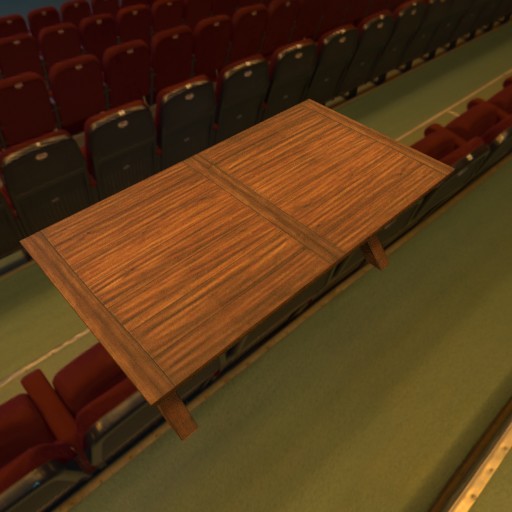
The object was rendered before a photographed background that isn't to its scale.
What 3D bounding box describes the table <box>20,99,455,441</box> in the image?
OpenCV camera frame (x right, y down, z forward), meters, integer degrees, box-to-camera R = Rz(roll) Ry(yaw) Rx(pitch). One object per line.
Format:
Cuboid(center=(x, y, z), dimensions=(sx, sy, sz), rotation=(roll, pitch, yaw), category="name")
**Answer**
Cuboid(center=(0.000, 0.000, 2.511), dimensions=(1.966, 0.793, 1.071), rotation=(-34, 56, -28), category="table")
